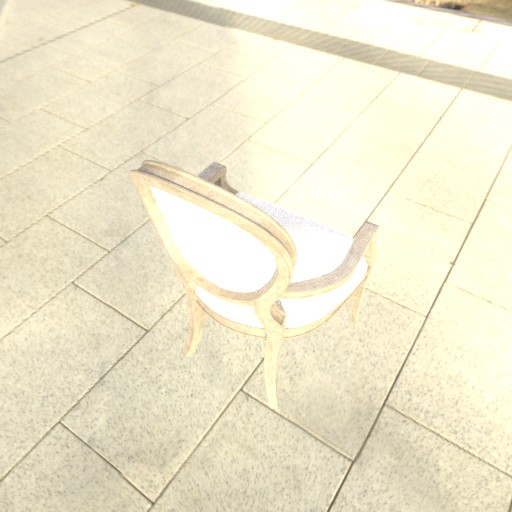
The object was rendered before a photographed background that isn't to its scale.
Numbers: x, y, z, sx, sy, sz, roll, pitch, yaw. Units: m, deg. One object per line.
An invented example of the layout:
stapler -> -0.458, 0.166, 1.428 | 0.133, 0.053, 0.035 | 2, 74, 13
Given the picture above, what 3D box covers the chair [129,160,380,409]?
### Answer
chair -> 0.000, 0.000, 1.374 | 0.611, 0.991, 0.602 | 25, 53, 21
